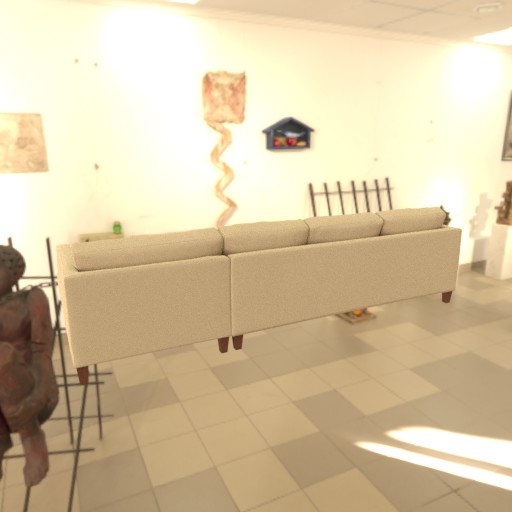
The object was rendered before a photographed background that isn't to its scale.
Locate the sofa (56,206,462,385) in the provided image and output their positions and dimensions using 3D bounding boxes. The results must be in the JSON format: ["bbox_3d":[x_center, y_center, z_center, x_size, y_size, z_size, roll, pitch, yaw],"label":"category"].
[{"bbox_3d":[0.000,0.000,3.898,3.186,0.861,1.625,-7,17,-25],"label":"sofa"}]
